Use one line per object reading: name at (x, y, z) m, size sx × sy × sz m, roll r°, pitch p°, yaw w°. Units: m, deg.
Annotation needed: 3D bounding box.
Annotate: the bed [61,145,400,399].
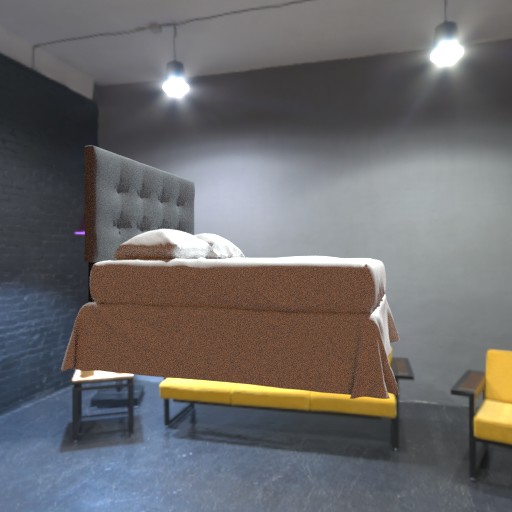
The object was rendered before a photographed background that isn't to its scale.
bed at (0.000, 0.000, 3.600) m, size 2.222 × 1.577 × 1.936 m, roll 0°, pitch 0°, yaw 18°
